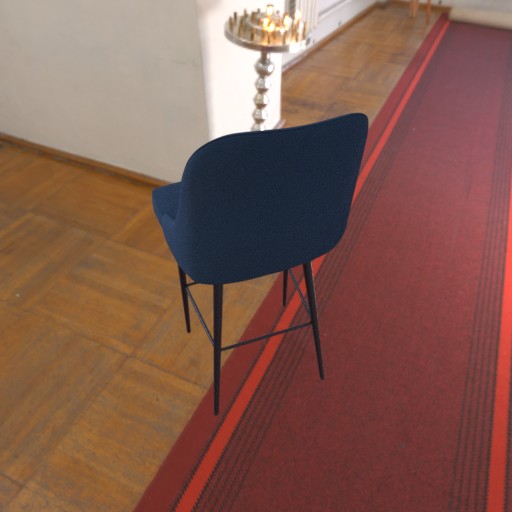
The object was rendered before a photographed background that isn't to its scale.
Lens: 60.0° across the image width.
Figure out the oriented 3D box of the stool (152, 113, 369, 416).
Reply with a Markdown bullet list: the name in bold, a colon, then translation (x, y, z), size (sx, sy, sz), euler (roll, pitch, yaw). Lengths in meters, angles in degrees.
- **stool**: translation (0.000, 0.000, 1.358), size (0.527, 1.079, 0.489), euler (-14, 45, -15)
